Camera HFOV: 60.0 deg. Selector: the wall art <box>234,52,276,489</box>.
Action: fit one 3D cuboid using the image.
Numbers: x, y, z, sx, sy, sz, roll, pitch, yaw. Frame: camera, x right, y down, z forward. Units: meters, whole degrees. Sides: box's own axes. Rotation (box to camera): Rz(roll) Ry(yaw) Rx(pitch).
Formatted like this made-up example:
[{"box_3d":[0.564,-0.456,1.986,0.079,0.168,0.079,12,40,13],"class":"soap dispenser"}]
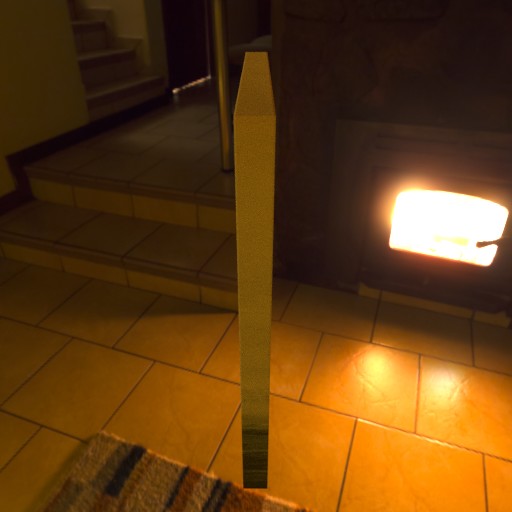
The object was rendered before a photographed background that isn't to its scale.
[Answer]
[{"box_3d":[0.000,0.000,0.788,0.040,0.608,0.489,0,31,0],"class":"wall art"}]
